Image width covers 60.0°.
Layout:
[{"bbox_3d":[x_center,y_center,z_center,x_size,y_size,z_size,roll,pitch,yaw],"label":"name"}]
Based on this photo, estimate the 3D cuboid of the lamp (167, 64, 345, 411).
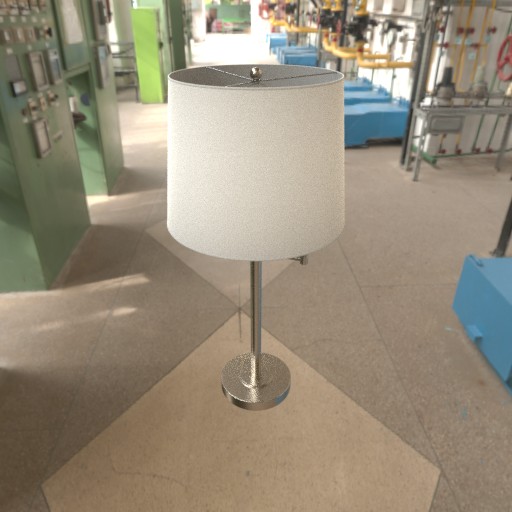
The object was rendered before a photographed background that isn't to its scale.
[{"bbox_3d":[0.000,0.000,0.883,0.333,0.696,0.333,0,29,0],"label":"lamp"}]
